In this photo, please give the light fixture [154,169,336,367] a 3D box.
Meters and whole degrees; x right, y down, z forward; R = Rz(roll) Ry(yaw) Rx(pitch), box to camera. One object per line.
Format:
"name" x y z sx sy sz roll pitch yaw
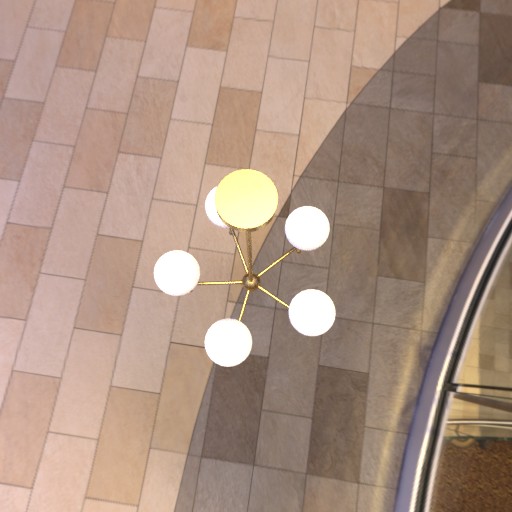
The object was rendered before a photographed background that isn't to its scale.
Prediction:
"light fixture" 0.000 0.000 1.771 0.785 1.331 0.815 -37 79 -9
